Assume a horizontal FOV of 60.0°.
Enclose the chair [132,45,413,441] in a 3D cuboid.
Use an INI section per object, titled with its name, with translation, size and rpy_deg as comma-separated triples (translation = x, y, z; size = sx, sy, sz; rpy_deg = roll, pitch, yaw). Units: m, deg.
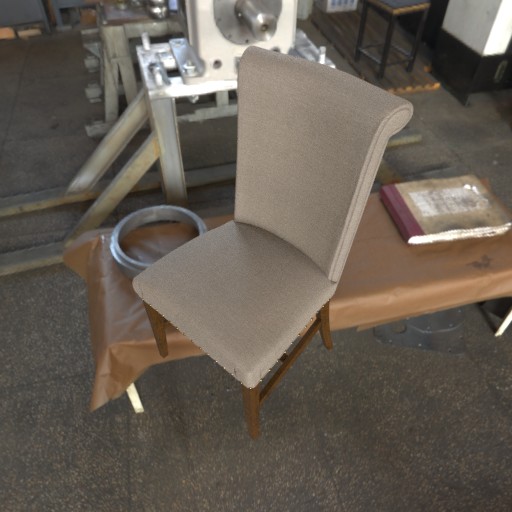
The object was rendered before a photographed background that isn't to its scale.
[chair]
translation = 0.000, 0.000, 1.358
size = 0.513, 0.988, 0.608
rpy_deg = 33, 55, 27
